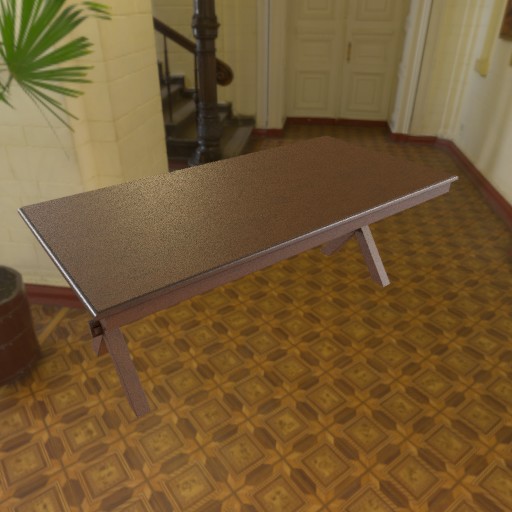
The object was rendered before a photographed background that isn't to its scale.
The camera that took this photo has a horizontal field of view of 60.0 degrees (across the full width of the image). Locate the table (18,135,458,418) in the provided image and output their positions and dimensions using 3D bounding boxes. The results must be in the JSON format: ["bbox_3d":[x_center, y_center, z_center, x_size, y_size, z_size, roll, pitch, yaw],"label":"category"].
[{"bbox_3d":[0.000,0.000,1.441,1.197,0.459,0.594,-21,37,-31],"label":"table"}]
